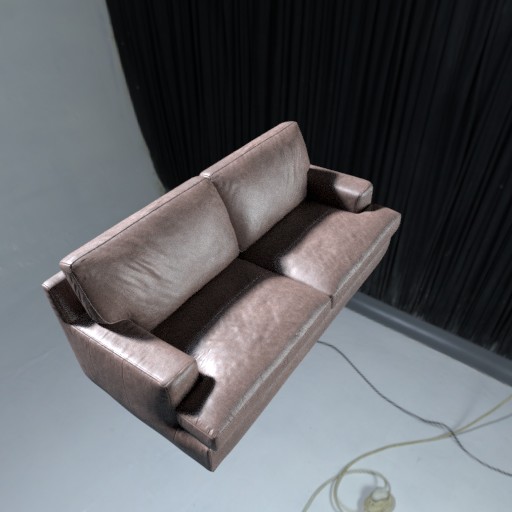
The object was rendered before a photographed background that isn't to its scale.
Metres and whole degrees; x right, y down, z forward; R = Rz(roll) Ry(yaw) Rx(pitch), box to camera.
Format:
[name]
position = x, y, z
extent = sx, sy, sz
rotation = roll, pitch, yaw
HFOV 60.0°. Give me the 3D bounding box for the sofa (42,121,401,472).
[sofa]
position = 0.000, 0.000, 2.852
extent = 1.143, 0.941, 2.261
rotation = 25, 47, 27
